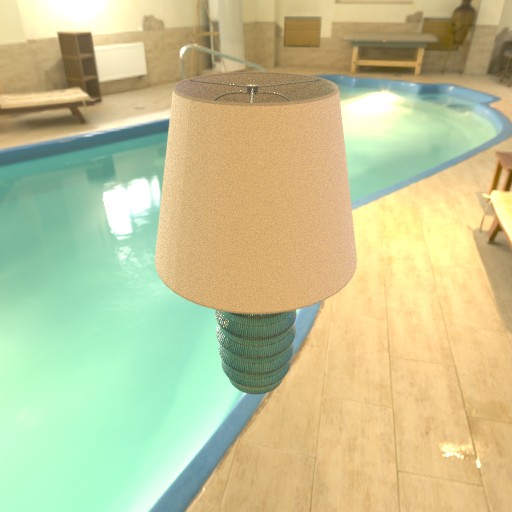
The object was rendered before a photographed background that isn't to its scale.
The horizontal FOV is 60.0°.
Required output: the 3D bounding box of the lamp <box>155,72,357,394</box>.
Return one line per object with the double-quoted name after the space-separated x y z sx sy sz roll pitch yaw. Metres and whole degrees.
0.000 0.000 0.796 0.355 0.582 0.355 0 31 0 "lamp"
